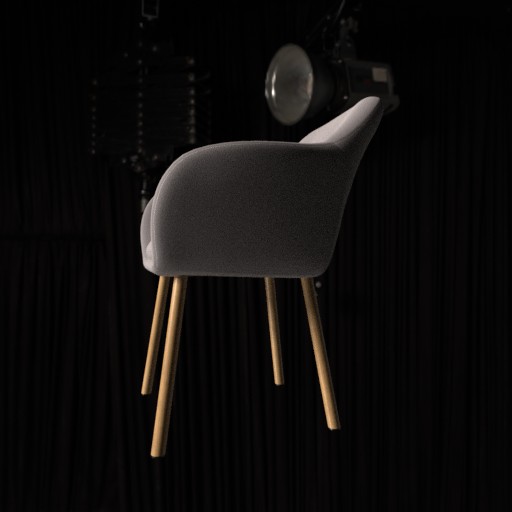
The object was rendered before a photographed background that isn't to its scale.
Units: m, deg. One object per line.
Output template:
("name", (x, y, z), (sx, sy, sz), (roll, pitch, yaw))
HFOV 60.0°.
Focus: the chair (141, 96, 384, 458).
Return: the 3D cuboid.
("chair", (0.000, 0.000, 1.210), (0.590, 0.830, 0.570), (0, 0, -17))
